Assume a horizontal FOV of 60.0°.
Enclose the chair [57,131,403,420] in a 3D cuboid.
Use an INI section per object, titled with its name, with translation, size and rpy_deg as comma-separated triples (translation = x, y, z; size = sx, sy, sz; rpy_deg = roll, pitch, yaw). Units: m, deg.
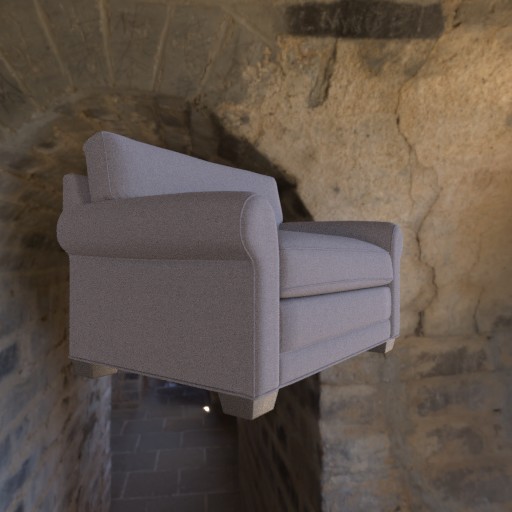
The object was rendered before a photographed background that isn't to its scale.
[chair]
translation = 0.000, 0.000, 1.955
size = 0.930, 0.930, 1.390
rpy_deg = 0, -1, 35
